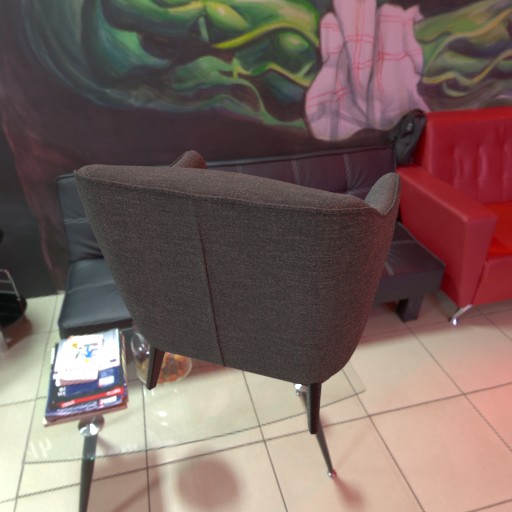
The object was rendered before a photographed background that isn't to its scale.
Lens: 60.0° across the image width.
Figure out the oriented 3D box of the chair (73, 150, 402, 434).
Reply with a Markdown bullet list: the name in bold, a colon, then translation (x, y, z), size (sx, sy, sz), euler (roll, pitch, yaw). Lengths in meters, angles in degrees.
- **chair**: translation (0.000, 0.000, 1.500), size (0.870, 0.829, 0.851), euler (10, 33, 15)
